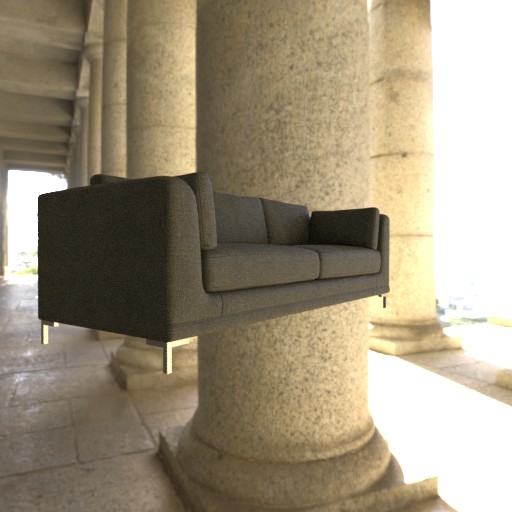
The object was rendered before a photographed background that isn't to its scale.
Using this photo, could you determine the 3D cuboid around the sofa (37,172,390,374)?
[{"bbox_3d":[0.000,0.000,2.914,0.969,0.867,2.415,1,1,36],"label":"sofa"}]
